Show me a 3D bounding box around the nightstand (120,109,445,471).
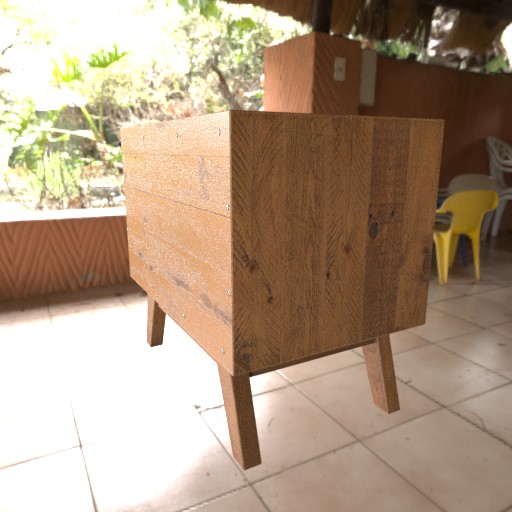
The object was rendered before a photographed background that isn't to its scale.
[{"bbox_3d":[0.000,0.000,1.054,0.450,0.599,0.650,-7,15,-28],"label":"nightstand"}]
